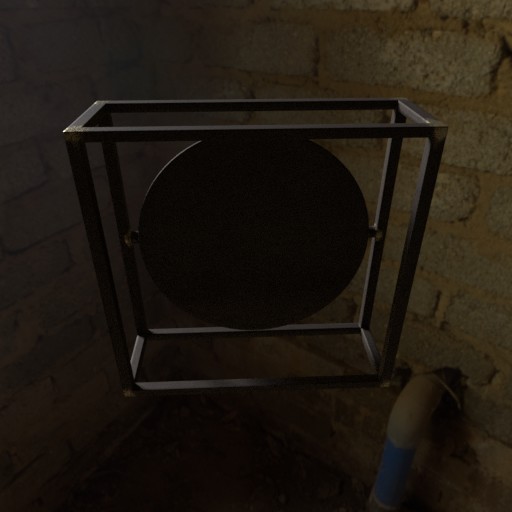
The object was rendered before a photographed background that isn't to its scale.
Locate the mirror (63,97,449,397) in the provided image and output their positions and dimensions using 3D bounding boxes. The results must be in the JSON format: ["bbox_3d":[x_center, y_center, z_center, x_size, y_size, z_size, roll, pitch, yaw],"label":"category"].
[{"bbox_3d":[0.000,0.000,0.476,0.306,0.303,0.107,-1,32,-2],"label":"mirror"}]
